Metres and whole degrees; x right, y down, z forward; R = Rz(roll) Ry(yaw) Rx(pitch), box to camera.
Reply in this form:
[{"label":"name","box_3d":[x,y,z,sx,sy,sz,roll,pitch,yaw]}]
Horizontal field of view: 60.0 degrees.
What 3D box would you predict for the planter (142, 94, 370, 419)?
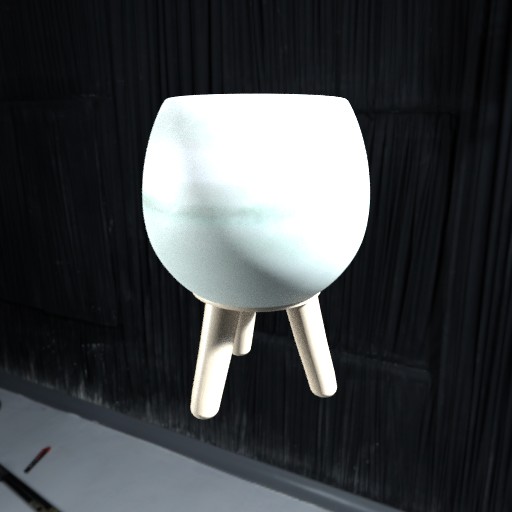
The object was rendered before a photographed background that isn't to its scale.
[{"label":"planter","box_3d":[0.000,0.000,0.337,0.161,0.224,0.161,0,16,0]}]
